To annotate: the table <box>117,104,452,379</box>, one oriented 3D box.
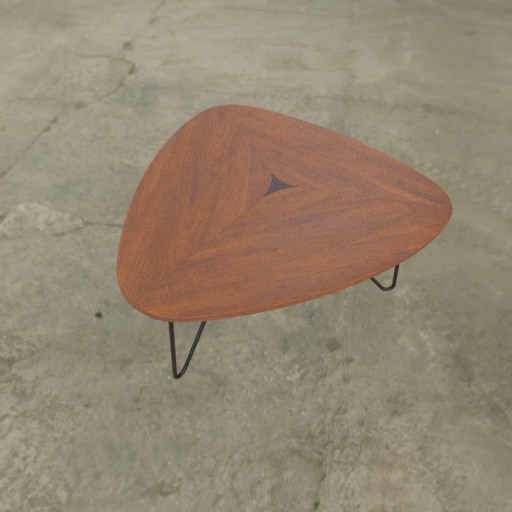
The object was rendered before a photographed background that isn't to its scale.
[{"bbox_3d":[0.000,0.000,1.291,0.833,0.413,0.821,30,54,25],"label":"table"}]
